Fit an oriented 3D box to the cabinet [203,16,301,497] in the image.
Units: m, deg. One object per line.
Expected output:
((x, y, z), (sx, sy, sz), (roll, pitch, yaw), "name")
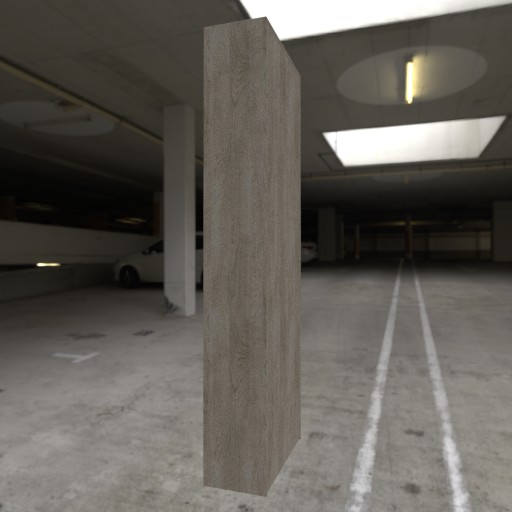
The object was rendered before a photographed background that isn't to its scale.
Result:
((0.000, 0.000, 1.788), (0.250, 1.630, 0.520), (0, -1, 19), "cabinet")
